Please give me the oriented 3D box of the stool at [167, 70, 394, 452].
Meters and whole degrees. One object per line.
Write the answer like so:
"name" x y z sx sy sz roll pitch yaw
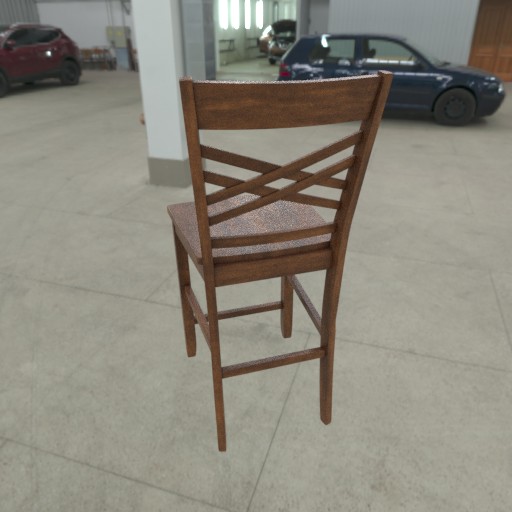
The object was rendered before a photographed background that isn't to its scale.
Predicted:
"stool" 0.000 0.000 1.356 0.462 1.079 0.539 -8 29 -15
